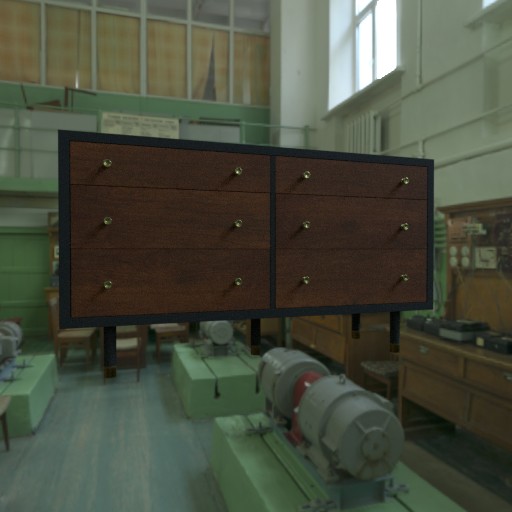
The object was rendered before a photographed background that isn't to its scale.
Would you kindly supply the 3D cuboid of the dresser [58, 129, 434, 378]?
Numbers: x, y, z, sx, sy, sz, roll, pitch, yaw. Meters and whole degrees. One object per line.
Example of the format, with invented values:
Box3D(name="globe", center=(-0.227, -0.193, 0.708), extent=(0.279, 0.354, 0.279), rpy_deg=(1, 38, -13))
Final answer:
Box3D(name="dresser", center=(0.000, 0.000, 1.955), extent=(1.558, 0.872, 0.463), rpy_deg=(0, 1, -19))
